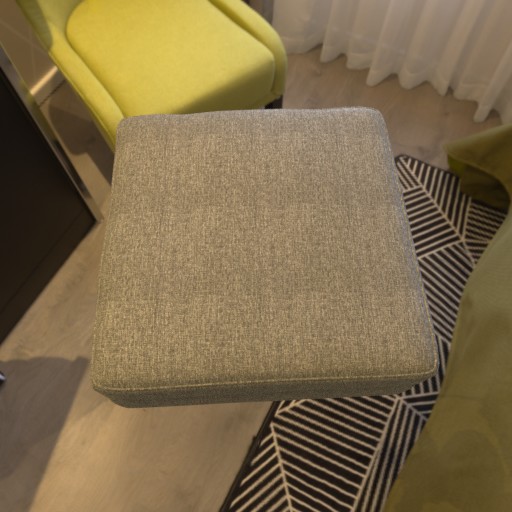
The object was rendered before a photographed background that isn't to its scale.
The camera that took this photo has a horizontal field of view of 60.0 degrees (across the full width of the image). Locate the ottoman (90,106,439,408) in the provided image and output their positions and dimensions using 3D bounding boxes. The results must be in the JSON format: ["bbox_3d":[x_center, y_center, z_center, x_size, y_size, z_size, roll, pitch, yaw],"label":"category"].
[{"bbox_3d":[0.000,0.000,1.353,0.838,0.481,0.838,-3,64,-1],"label":"ottoman"}]
